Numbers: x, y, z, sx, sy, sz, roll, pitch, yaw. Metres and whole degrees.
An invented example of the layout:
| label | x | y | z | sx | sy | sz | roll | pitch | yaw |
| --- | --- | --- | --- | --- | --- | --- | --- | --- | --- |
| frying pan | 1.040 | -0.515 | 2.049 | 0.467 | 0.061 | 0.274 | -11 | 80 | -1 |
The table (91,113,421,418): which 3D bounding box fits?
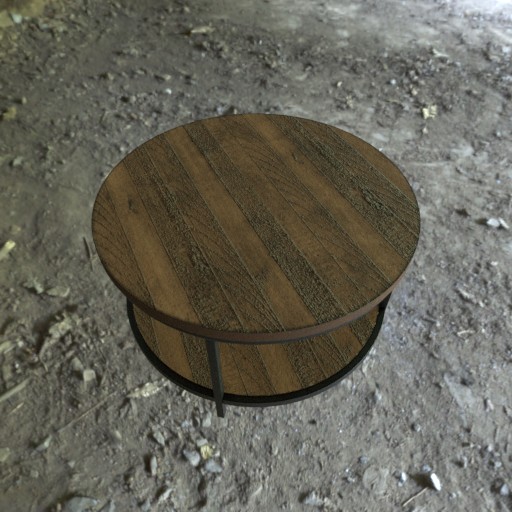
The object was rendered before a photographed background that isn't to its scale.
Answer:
| label | x | y | z | sx | sy | sz | roll | pitch | yaw |
| --- | --- | --- | --- | --- | --- | --- | --- | --- | --- |
| table | 0.000 | 0.000 | 1.331 | 0.837 | 0.462 | 0.837 | 0 | 48 | 0 |
